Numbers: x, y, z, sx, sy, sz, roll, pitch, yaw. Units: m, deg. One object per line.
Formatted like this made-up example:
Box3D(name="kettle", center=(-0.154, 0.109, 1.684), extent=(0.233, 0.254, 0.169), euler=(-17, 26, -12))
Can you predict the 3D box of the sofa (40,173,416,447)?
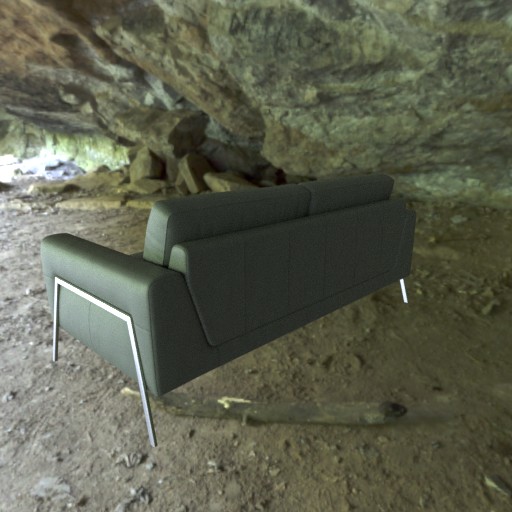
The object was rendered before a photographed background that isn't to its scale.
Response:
Box3D(name="sofa", center=(0.000, 0.000, 2.517), extent=(0.953, 0.875, 2.017), euler=(15, 21, 42))
